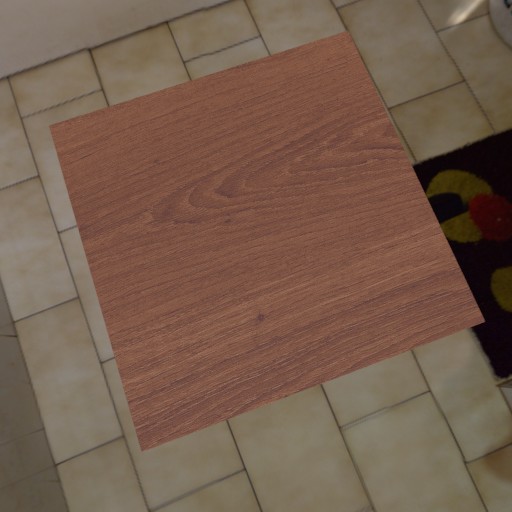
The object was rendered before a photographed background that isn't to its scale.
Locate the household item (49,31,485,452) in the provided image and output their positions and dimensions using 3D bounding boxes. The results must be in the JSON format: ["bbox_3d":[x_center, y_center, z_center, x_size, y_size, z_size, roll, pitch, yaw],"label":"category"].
[{"bbox_3d":[0.000,0.000,0.716,0.400,0.400,0.400,-19,78,-4],"label":"household item"}]
